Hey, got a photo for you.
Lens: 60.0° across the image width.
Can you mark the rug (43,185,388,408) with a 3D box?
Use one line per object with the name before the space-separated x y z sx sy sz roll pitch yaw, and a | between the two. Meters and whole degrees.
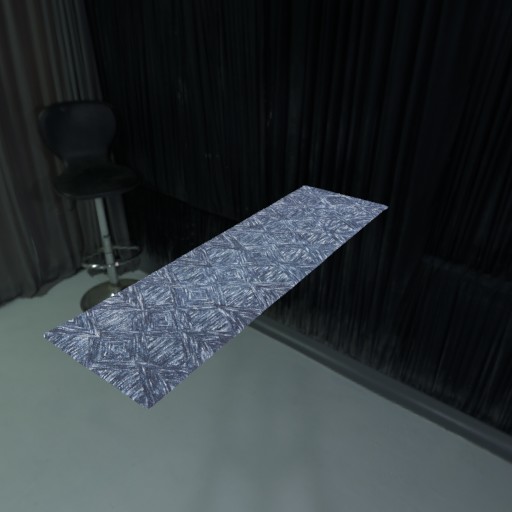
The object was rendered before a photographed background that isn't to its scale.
rug | 0.000 0.000 2.621 0.719 0.013 2.306 20 36 31
